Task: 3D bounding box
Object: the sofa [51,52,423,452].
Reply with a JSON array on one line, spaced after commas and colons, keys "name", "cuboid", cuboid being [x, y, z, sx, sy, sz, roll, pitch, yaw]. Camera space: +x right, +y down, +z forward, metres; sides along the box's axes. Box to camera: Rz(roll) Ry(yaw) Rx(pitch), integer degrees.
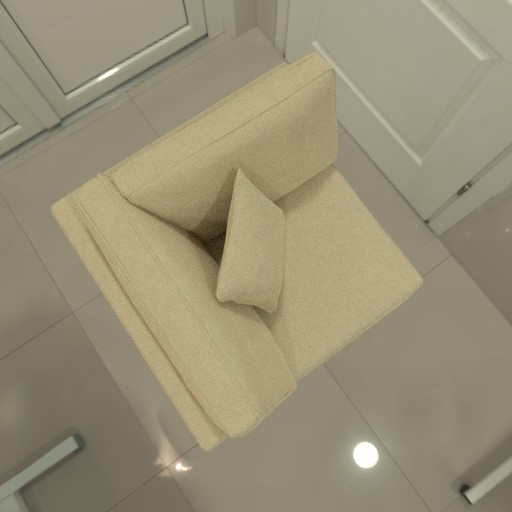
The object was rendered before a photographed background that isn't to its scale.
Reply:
[{"name": "sofa", "cuboid": [0.000, 0.000, 1.931, 1.146, 1.002, 1.084, -35, 78, -8]}]
